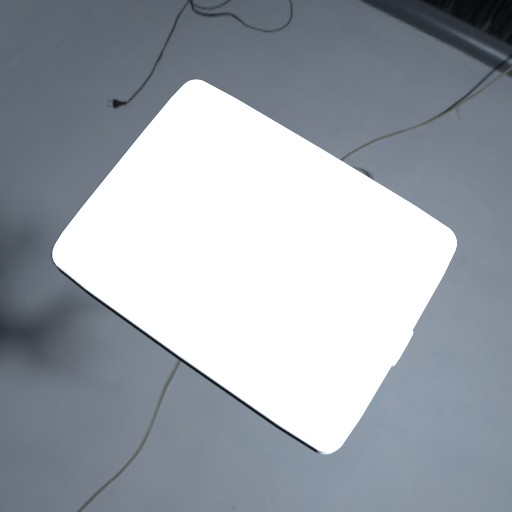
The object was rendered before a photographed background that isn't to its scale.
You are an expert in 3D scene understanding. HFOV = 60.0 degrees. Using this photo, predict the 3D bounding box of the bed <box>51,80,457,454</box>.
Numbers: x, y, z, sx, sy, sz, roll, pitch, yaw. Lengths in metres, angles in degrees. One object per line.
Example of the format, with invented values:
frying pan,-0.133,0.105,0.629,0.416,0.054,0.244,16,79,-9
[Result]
bed,0.000,0.000,2.710,2.036,0.460,1.520,33,78,8
